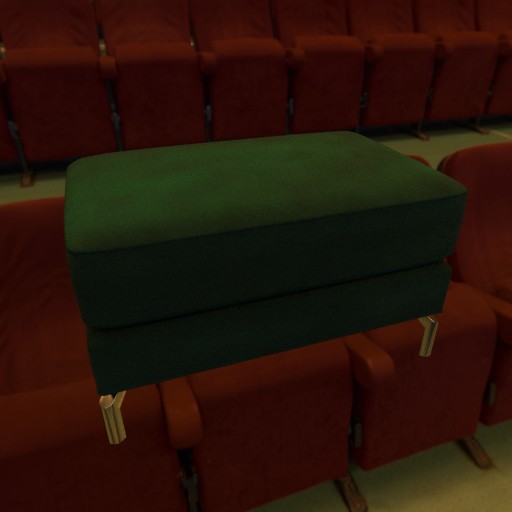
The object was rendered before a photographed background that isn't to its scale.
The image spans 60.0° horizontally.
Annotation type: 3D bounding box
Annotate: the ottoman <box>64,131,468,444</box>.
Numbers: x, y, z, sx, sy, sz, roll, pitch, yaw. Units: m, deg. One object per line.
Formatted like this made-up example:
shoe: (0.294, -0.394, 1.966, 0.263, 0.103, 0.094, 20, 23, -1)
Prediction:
ottoman: (0.000, 0.000, 1.193, 0.886, 0.533, 0.536, -10, 31, -17)
